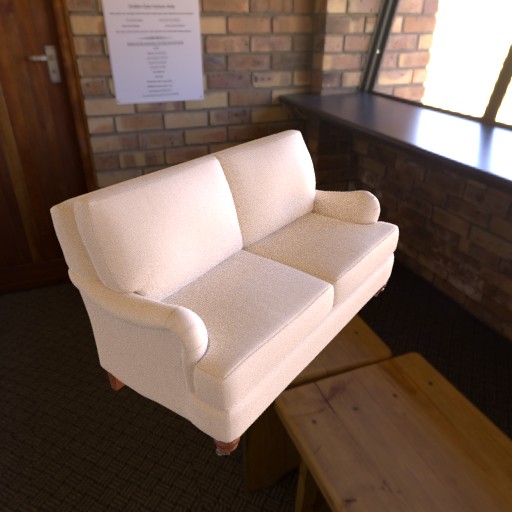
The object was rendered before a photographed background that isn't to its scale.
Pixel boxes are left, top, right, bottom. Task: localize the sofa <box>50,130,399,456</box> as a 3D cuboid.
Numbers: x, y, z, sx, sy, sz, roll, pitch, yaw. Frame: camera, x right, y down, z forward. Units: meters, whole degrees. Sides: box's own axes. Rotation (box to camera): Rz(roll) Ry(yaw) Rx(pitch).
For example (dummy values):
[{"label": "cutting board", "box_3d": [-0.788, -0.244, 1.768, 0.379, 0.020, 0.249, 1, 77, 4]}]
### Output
[{"label": "sofa", "box_3d": [0.000, 0.000, 2.584, 1.084, 1.101, 1.853, 20, 34, 32]}]
